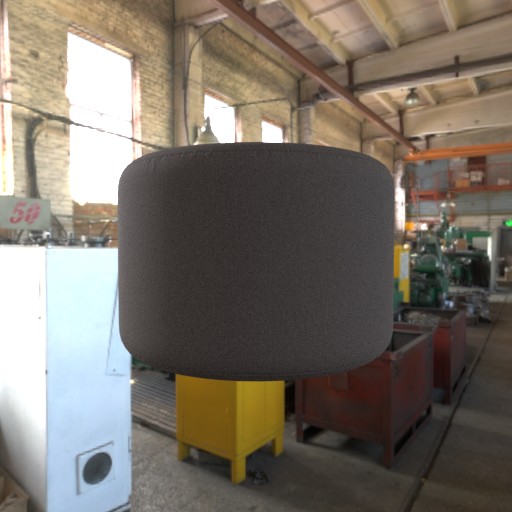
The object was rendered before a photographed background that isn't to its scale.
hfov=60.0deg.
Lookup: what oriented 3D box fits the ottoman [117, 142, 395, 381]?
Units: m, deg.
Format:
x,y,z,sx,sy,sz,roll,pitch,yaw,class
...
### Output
x,y,z,sx,sy,sz,roll,pitch,yaw,class
0.000,0.000,1.022,0.608,0.433,0.608,0,2,0,ottoman
